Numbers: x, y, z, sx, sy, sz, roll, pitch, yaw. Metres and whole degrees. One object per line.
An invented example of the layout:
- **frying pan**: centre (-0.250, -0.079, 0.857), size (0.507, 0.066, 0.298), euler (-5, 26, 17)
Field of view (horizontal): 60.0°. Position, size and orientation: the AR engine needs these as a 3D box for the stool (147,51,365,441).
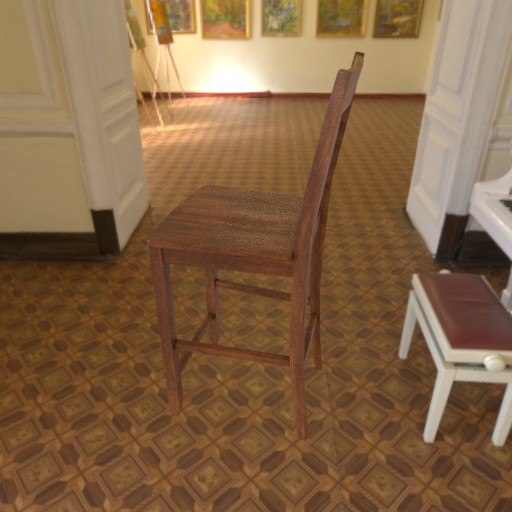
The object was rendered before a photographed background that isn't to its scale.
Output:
- **stool**: centre (0.000, 0.000, 1.330), size (0.504, 1.098, 0.426), euler (8, 30, 14)
